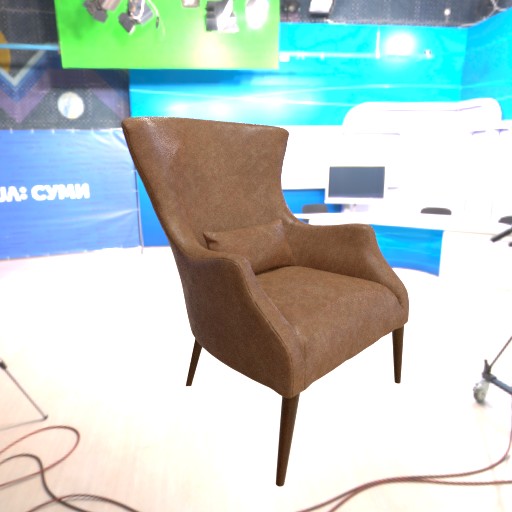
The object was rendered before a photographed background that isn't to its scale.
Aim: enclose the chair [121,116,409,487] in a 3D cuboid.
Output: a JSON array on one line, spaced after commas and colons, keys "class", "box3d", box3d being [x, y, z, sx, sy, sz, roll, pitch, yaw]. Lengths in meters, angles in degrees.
[{"class": "chair", "box3d": [0.000, 0.000, 1.717, 0.955, 1.067, 0.846, 12, 19, 41]}]
